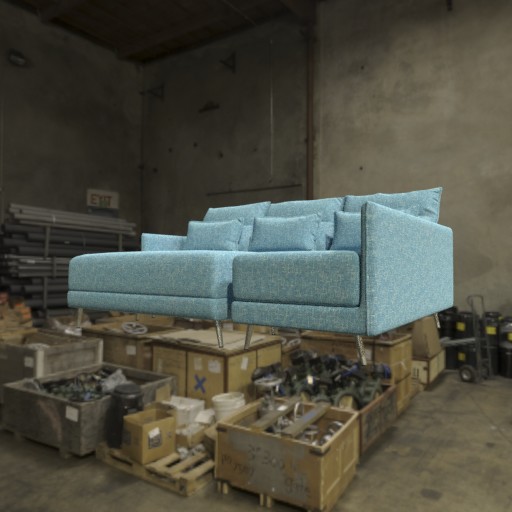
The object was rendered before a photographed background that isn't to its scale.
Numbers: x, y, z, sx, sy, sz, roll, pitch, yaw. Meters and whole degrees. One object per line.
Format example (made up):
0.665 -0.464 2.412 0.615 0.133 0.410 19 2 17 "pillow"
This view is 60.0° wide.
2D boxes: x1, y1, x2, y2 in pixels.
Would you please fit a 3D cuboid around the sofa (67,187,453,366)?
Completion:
0.000 0.000 2.776 2.034 0.899 1.420 -1 -1 35 "sofa"
